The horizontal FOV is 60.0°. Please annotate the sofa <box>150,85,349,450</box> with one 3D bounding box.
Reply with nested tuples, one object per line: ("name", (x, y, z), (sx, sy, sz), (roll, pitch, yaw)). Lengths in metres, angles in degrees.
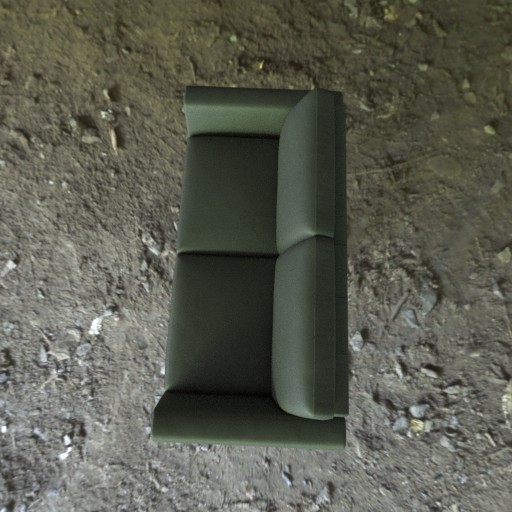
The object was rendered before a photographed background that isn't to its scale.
("sofa", (0.000, 0.000, 2.557), (0.953, 0.875, 2.017), (2, 75, 1))
